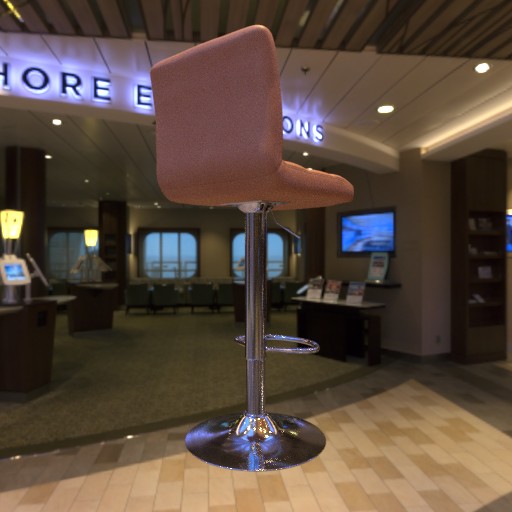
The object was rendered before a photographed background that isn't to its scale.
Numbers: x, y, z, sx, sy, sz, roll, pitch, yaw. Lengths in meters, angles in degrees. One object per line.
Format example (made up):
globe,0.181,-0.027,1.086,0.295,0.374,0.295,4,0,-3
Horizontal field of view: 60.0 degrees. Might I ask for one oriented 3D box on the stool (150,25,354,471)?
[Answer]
stool,0.000,0.000,1.349,0.430,1.115,0.505,0,0,37
